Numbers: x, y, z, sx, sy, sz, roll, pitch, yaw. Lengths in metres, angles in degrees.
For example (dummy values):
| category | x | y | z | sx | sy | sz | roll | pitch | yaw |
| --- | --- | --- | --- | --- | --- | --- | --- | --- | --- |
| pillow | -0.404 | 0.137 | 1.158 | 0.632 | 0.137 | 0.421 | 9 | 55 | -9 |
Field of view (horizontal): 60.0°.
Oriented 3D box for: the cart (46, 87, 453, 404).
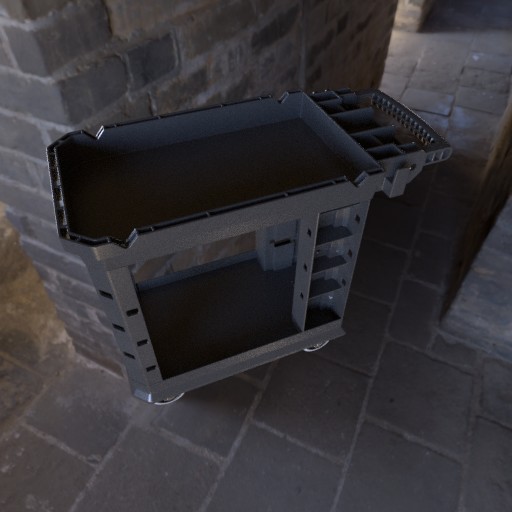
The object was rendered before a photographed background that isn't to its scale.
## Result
| category | x | y | z | sx | sy | sz | roll | pitch | yaw |
| --- | --- | --- | --- | --- | --- | --- | --- | --- | --- |
| cart | 0.000 | 0.000 | 1.521 | 1.061 | 0.884 | 0.497 | -16 | 48 | -15 |
